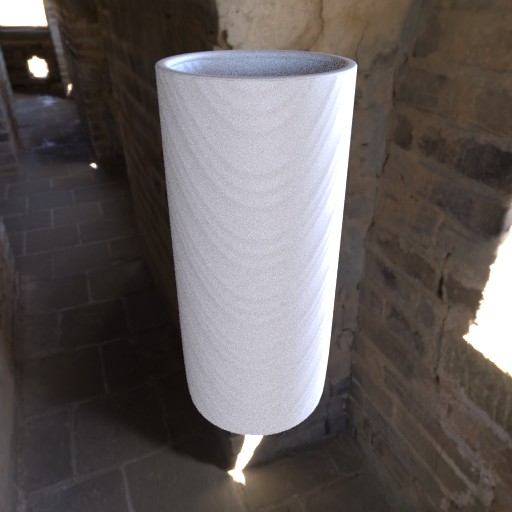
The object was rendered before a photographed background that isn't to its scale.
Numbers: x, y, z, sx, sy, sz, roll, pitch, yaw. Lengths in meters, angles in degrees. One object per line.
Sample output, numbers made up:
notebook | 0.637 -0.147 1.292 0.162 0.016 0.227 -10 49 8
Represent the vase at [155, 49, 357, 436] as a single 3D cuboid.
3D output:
vase | 0.000 0.000 0.388 0.143 0.316 0.143 0 31 0
